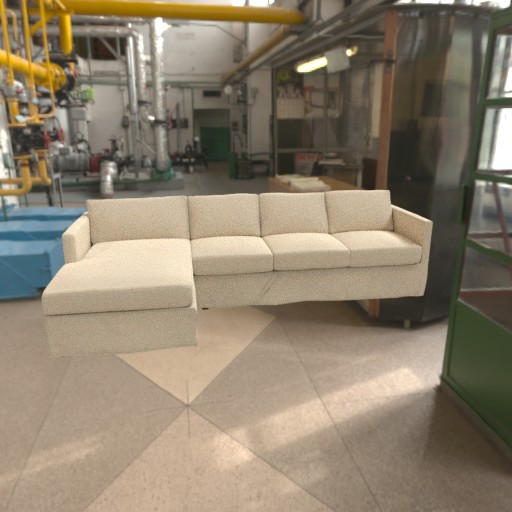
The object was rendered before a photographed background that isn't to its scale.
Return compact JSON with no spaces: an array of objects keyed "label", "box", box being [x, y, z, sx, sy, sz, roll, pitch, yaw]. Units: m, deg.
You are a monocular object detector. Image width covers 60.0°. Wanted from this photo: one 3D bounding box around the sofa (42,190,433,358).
[{"label":"sofa","box":[0.000,0.000,3.901,3.205,0.922,1.650,-3,17,-9]}]
